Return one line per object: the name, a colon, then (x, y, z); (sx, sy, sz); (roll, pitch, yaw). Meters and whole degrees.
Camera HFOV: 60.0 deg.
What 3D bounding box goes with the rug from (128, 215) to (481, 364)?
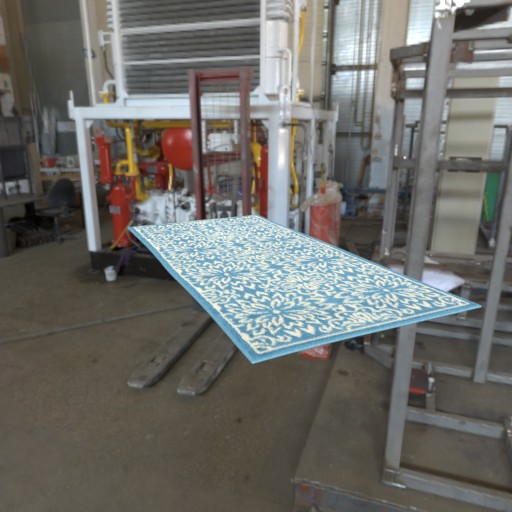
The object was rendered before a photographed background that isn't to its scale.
rug: (0.000, 0.000, 1.454); (0.604, 0.007, 1.219); (-8, 18, -25)
